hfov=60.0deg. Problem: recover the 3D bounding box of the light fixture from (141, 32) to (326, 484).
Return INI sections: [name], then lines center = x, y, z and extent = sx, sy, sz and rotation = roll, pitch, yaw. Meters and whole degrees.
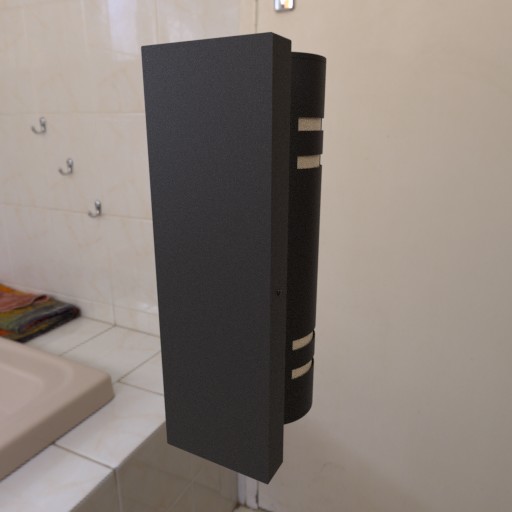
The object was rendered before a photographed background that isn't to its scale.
[light fixture]
center = 0.000, 0.000, 0.396
extent = 0.105, 0.330, 0.149
rotation = 9, 18, 27
